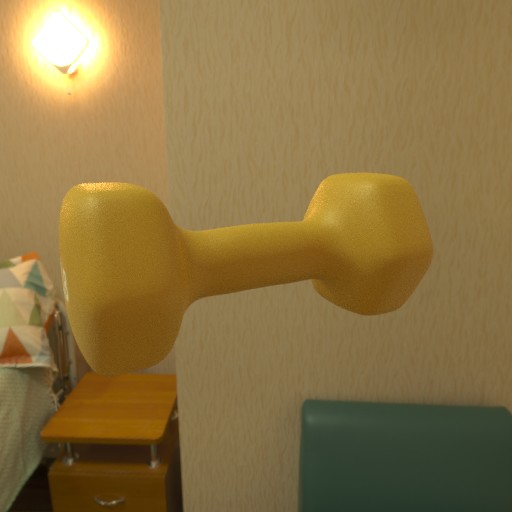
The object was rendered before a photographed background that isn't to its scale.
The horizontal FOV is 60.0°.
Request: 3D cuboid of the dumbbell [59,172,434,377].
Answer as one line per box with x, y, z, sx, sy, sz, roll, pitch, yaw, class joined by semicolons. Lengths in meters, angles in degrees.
0.000;0.000;0.236;0.190;0.082;0.090;-7;16;-27;dumbbell
